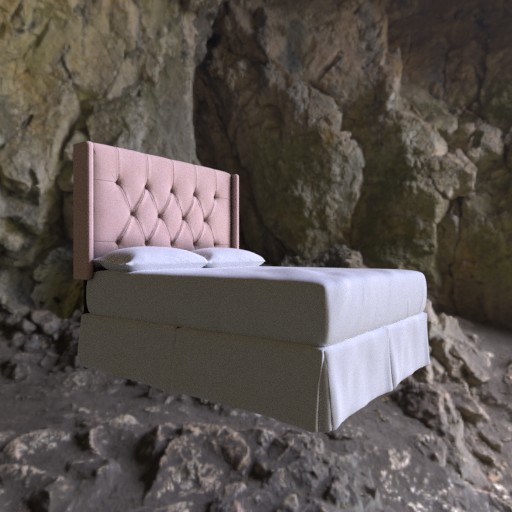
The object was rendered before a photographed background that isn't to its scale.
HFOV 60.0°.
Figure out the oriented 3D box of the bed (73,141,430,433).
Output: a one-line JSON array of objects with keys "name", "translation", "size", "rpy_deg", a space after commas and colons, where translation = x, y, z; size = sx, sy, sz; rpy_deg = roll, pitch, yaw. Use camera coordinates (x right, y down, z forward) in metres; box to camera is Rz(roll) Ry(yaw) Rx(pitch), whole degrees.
[{"name": "bed", "translation": [0.000, 0.000, 3.262], "size": [2.066, 1.665, 1.719], "rpy_deg": [0, 0, 37]}]
